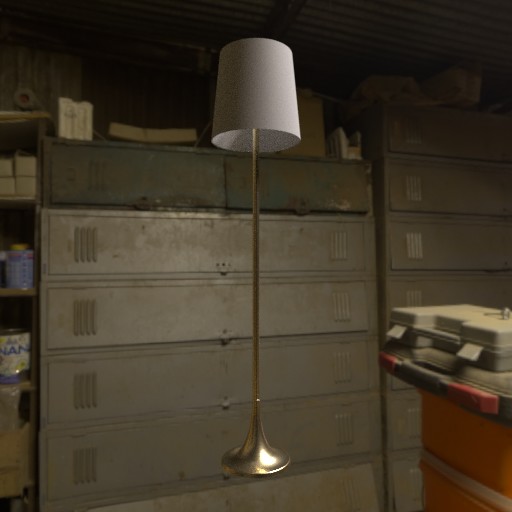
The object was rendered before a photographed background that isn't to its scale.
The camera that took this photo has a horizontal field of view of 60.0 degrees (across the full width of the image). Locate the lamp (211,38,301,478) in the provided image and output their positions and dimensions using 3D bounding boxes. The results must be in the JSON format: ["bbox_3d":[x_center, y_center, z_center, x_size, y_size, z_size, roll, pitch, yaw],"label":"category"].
[{"bbox_3d":[0.000,0.000,1.676,0.337,1.543,0.337,0,-1,0],"label":"lamp"}]
